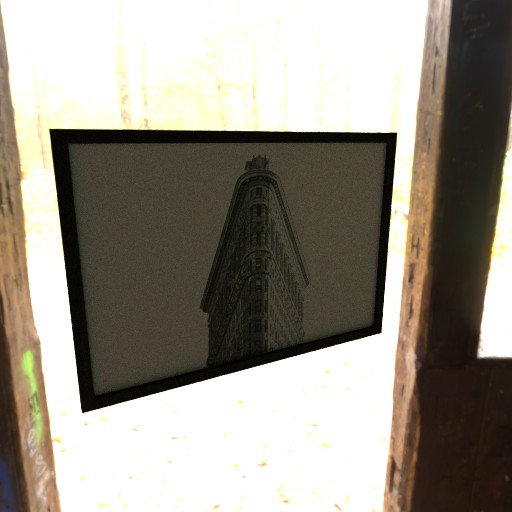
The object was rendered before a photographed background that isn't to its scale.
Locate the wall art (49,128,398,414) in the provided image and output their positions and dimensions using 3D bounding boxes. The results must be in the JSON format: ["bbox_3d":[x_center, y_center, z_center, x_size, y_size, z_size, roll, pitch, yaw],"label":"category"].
[{"bbox_3d":[0.000,0.000,1.207,0.958,0.656,0.026,-8,17,-27],"label":"wall art"}]
